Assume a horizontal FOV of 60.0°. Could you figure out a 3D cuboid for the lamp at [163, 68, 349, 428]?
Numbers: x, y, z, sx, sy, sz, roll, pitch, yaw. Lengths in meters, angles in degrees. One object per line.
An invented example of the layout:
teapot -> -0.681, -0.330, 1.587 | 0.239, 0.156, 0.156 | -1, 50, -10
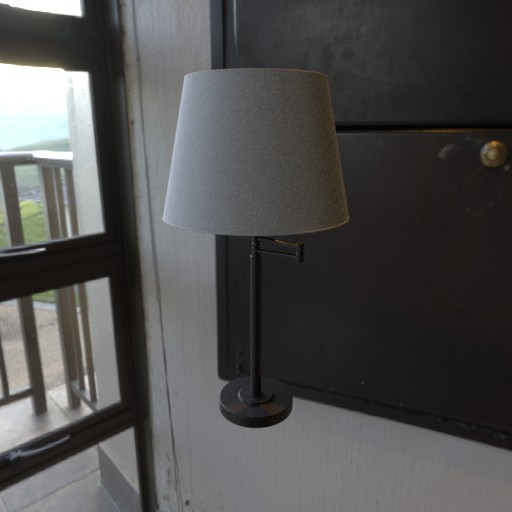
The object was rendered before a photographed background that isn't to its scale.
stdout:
lamp -> 0.000, 0.000, 0.902 | 0.363, 0.696, 0.363 | 0, 16, 0
